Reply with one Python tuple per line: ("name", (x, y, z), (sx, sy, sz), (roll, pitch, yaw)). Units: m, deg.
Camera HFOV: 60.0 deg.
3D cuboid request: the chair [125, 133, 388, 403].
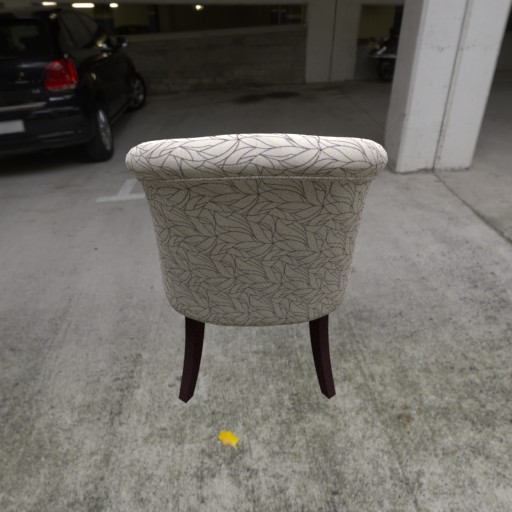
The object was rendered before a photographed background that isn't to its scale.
("chair", (0.000, 0.000, 1.323), (0.686, 0.858, 0.613), (-1, 30, -2))
